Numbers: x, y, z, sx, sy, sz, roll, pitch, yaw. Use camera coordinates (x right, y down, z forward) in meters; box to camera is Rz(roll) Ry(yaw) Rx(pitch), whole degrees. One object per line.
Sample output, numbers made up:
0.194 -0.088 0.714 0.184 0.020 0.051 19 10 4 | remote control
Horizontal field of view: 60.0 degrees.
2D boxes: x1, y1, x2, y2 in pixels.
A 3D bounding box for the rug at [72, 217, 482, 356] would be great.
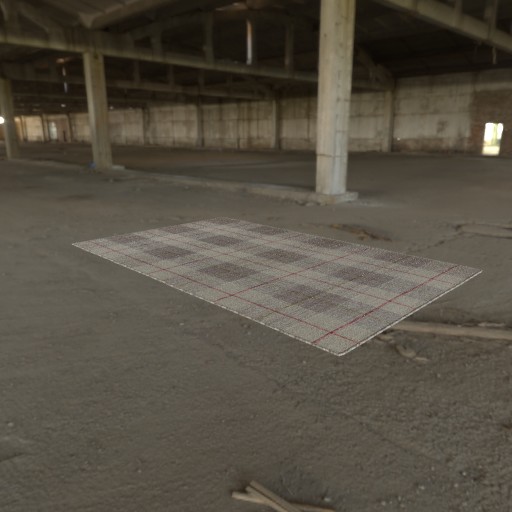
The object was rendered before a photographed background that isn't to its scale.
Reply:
0.000 0.000 3.063 2.464 0.010 1.549 15 22 43 | rug
